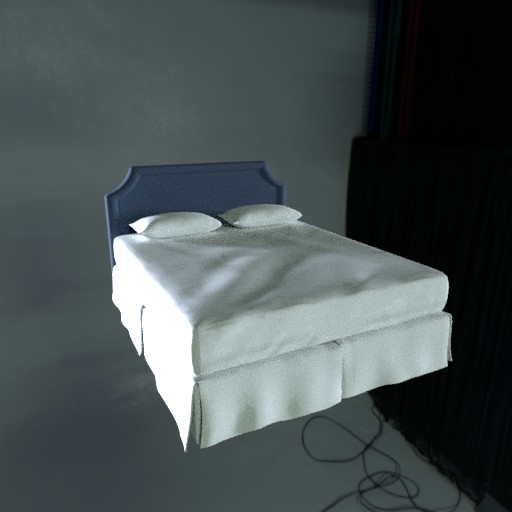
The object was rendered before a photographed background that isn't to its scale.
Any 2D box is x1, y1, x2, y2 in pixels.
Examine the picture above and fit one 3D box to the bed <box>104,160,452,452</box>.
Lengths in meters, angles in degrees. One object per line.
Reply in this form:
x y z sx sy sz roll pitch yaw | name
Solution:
0.000 0.000 4.141 2.350 1.488 2.773 -9 19 -26 | bed
